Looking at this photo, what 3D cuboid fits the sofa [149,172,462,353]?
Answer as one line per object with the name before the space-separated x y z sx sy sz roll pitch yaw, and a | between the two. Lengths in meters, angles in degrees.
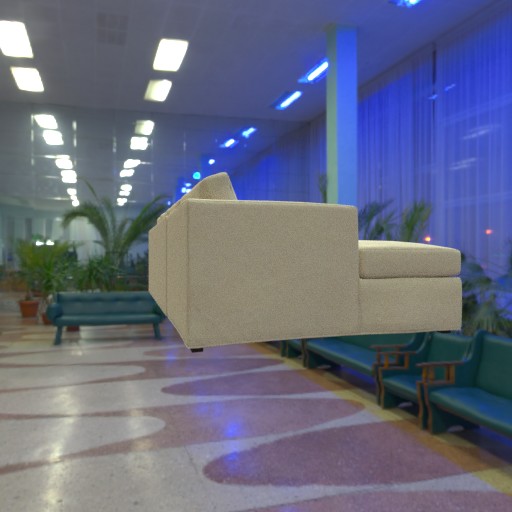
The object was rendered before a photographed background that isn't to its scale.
sofa | 0.000 0.000 3.853 1.650 0.922 3.205 0 0 -17
